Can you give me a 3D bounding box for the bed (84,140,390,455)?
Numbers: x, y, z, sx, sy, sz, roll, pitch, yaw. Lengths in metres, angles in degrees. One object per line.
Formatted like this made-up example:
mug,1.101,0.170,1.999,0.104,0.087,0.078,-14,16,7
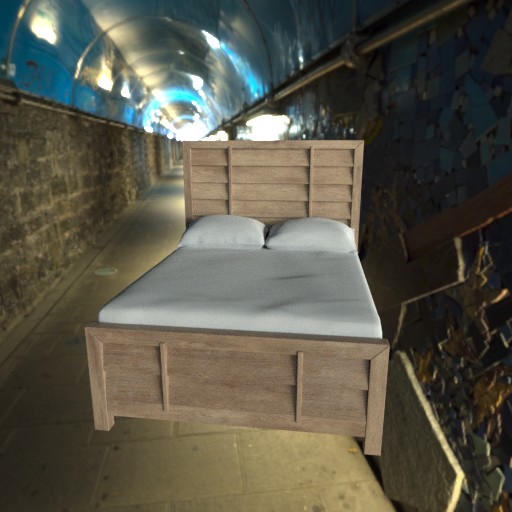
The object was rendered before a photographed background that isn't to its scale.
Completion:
bed,0.000,0.000,3.222,1.615,1.631,2.017,2,15,8
